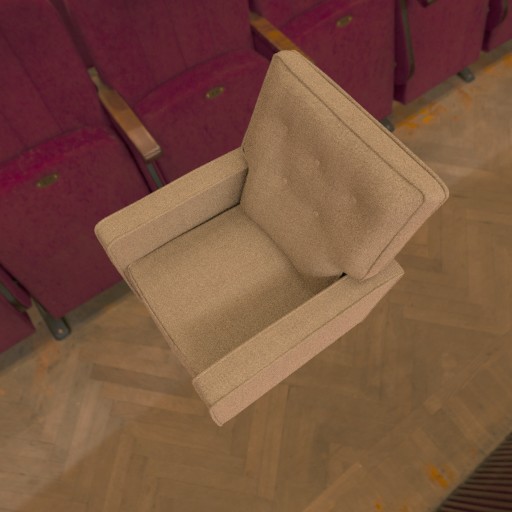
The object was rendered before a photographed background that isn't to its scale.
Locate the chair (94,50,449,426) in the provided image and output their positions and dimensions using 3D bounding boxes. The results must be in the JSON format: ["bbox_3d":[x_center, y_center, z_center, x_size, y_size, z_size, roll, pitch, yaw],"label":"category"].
[{"bbox_3d":[0.000,0.000,1.387,0.754,0.888,0.648,-33,68,-15],"label":"chair"}]
